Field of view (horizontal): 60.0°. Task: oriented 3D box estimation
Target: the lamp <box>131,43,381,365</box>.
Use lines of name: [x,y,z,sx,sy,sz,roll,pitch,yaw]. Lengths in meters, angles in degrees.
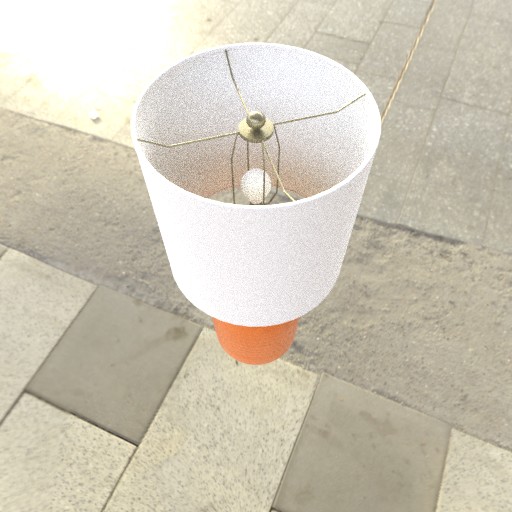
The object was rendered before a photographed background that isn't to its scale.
lamp: [0.000,0.000,1.109,0.418,0.871,0.418,18,58,12]
